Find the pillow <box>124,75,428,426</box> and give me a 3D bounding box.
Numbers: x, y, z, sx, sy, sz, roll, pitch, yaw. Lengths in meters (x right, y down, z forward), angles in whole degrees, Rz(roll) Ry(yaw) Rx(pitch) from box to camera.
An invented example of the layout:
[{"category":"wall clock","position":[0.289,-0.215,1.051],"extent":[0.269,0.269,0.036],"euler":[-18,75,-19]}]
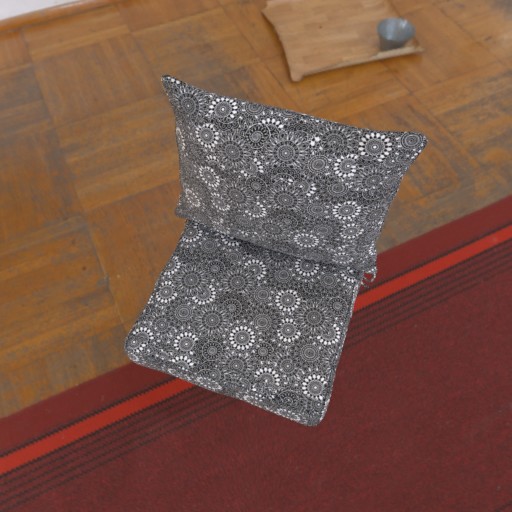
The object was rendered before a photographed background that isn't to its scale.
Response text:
[{"category":"pillow","position":[0.000,0.000,1.376],"extent":[0.798,0.722,0.740],"euler":[17,61,10]}]
